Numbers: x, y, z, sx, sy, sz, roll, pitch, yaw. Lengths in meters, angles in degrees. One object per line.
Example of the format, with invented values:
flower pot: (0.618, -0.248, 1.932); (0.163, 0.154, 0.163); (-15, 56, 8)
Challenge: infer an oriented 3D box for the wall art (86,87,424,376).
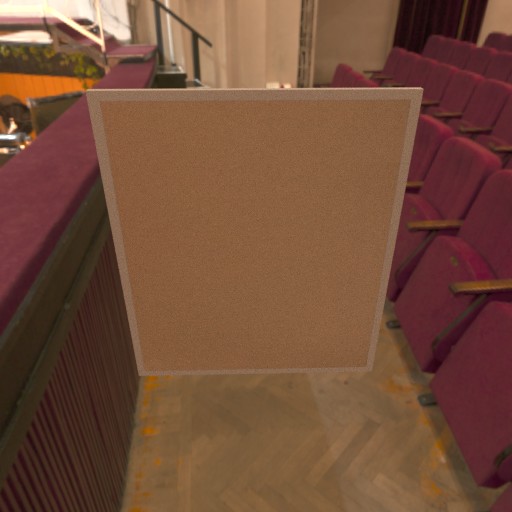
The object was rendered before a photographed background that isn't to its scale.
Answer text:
wall art: (0.000, 0.000, 0.778); (0.482, 0.557, 0.012); (-1, 31, -1)
